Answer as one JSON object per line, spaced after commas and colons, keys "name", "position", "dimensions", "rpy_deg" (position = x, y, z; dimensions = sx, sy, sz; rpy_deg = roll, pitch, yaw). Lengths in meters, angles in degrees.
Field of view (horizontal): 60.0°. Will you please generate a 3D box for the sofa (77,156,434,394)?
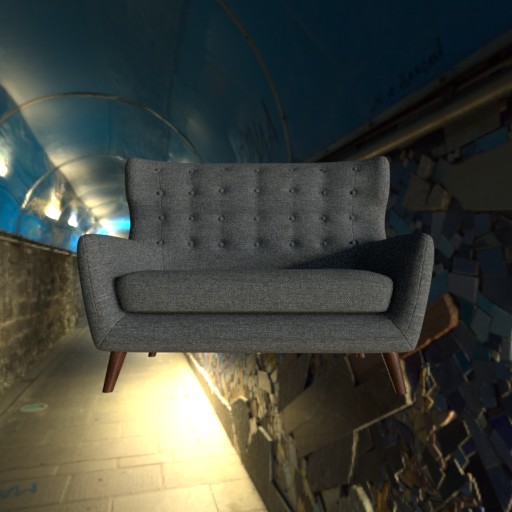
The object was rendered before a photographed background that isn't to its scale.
{"name": "sofa", "position": [0.000, 0.000, 2.031], "dimensions": [1.358, 1.028, 0.874], "rpy_deg": [0, -2, 1]}
